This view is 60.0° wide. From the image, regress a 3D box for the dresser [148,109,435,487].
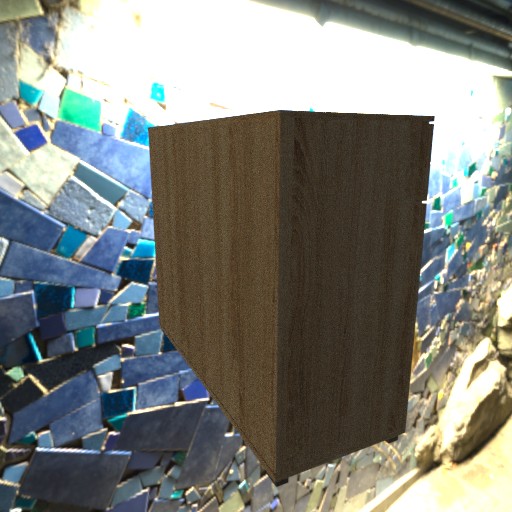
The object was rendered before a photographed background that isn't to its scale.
[{"bbox_3d":[0.000,0.000,1.565,0.450,0.900,1.100,-7,16,-26],"label":"dresser"}]
